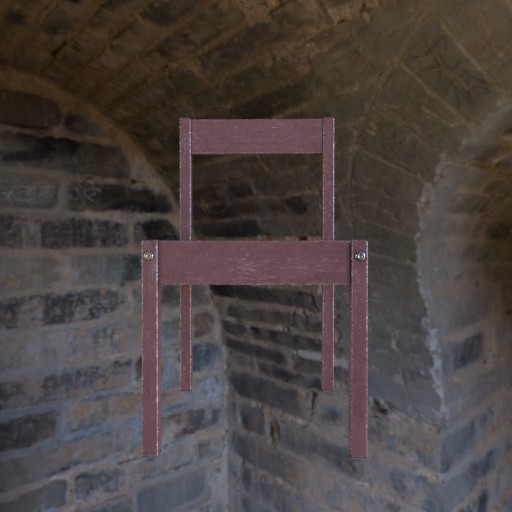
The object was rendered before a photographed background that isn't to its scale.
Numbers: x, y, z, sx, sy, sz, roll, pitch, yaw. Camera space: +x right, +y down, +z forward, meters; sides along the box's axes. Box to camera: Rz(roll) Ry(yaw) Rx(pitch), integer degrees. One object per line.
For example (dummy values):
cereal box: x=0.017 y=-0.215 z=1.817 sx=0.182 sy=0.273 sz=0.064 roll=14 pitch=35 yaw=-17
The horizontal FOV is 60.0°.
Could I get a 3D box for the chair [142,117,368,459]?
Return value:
chair: x=0.000 y=0.000 z=0.693 sx=0.285 sy=0.505 sz=0.285 roll=0 pitch=1 yaw=1
